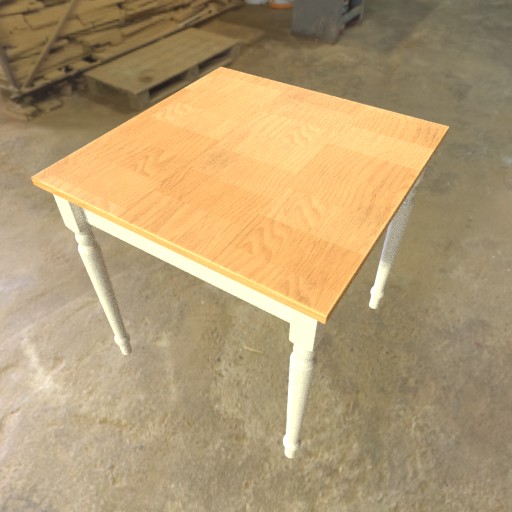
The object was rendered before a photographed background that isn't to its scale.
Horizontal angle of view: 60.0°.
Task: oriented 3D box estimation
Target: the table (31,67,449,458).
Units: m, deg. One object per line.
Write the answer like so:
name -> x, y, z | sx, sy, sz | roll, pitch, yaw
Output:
table -> 0.000, 0.000, 1.355 | 0.747, 0.738, 0.747 | 24, 50, 22
